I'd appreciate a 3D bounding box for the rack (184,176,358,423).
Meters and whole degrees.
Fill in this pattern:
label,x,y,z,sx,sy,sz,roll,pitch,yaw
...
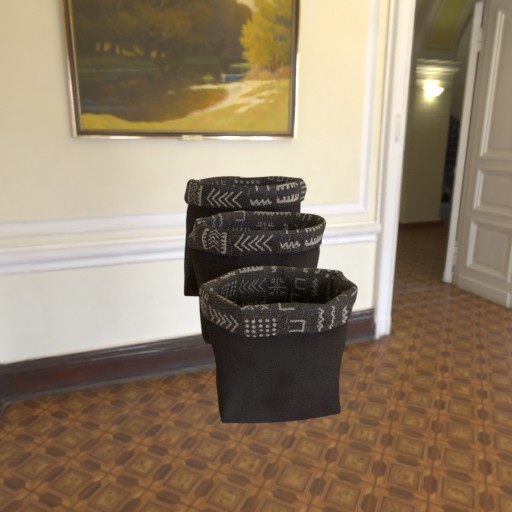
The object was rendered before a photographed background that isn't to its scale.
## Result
label,x,y,z,sx,sy,sz,roll,pitch,yaw
rack,0.000,0.000,1.085,0.379,0.323,0.905,-2,15,-7
